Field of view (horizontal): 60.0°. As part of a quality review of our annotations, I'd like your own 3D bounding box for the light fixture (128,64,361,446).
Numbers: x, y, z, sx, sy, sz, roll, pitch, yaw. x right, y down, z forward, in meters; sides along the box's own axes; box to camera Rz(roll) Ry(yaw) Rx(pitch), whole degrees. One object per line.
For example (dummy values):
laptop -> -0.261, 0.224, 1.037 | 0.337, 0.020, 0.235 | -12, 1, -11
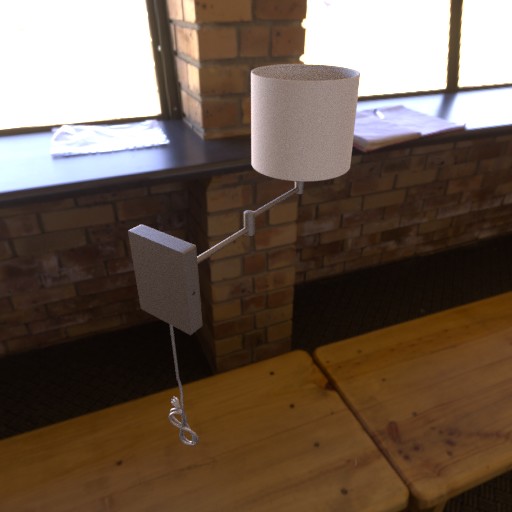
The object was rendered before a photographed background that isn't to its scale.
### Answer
light fixture -> 0.000, 0.000, 0.887 | 0.203, 0.651, 0.516 | 20, 37, 30
